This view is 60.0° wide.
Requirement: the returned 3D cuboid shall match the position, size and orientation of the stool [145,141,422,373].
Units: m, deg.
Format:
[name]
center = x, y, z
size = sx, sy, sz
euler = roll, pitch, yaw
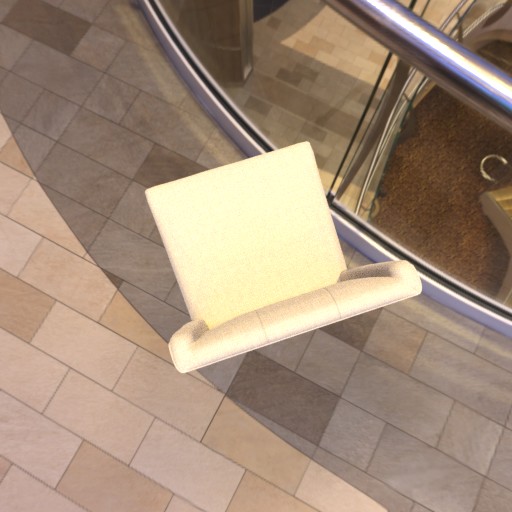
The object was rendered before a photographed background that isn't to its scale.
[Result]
[stool]
center = 0.000, 0.000, 1.230
size = 0.474, 0.939, 0.509
euler = -18, 77, -4
